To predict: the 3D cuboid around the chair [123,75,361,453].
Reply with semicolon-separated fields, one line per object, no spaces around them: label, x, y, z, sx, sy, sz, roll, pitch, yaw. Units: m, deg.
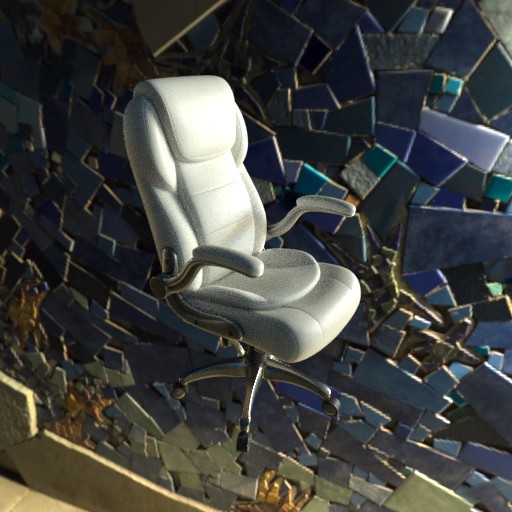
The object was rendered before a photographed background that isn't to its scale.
chair;0.000;0.000;1.796;0.806;1.330;0.755;17;30;32
